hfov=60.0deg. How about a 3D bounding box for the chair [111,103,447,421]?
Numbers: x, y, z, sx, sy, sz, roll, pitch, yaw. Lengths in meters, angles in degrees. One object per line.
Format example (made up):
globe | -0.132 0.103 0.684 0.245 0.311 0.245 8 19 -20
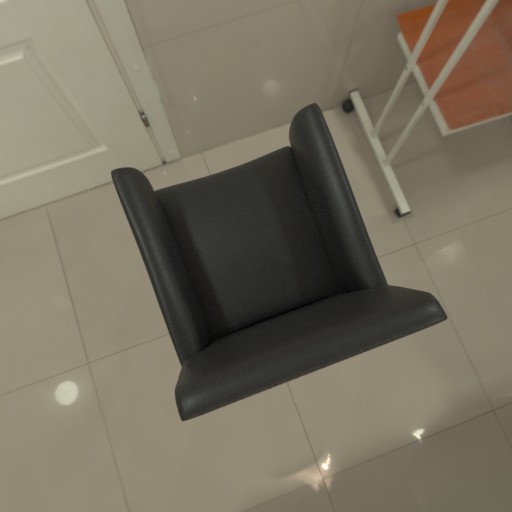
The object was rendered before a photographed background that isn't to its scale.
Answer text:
chair | 0.000 0.000 1.475 0.683 0.951 0.772 -20 77 -5
